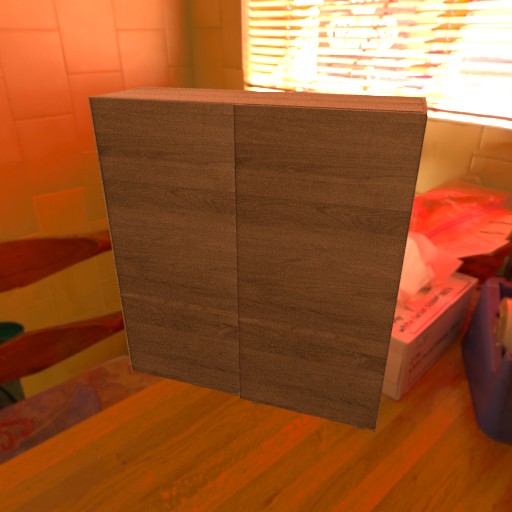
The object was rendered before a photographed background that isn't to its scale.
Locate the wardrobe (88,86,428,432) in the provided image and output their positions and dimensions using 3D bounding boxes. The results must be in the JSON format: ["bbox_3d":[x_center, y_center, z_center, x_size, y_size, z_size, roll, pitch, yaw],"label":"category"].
[{"bbox_3d":[0.000,0.000,2.872,1.780,1.960,0.629,8,28,16],"label":"wardrobe"}]
